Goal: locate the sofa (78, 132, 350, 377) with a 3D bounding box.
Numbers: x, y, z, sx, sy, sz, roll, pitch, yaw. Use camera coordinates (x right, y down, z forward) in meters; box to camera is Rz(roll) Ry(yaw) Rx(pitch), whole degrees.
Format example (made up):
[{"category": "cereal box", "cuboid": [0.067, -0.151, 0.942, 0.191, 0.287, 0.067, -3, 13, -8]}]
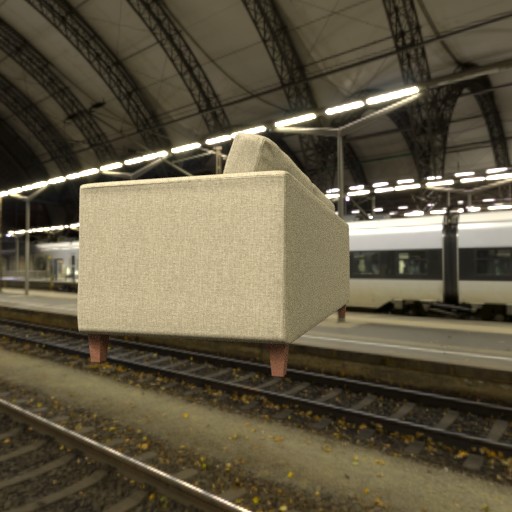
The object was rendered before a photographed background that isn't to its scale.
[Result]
[{"category": "sofa", "cuboid": [0.000, 0.000, 2.780, 0.956, 0.960, 2.208, 0, -2, 18]}]
